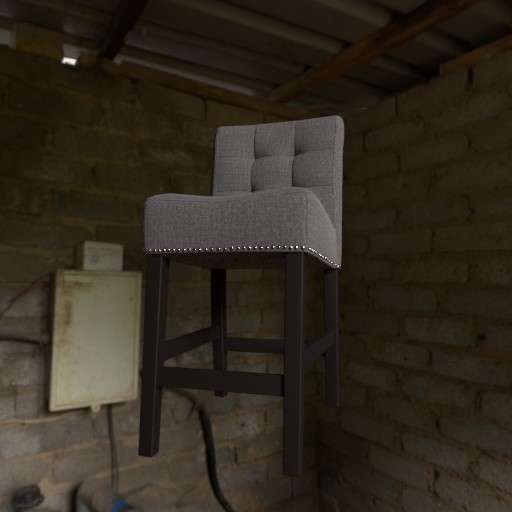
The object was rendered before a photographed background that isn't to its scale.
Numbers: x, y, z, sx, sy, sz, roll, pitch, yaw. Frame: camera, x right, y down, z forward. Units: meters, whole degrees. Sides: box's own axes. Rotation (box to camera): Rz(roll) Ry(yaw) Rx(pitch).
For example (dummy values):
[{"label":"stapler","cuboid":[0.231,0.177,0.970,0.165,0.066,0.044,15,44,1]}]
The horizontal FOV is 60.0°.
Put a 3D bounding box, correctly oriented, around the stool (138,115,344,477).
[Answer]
[{"label":"stool","cuboid":[0.000,0.000,1.195,0.427,0.885,0.571,-1,-2,17]}]
